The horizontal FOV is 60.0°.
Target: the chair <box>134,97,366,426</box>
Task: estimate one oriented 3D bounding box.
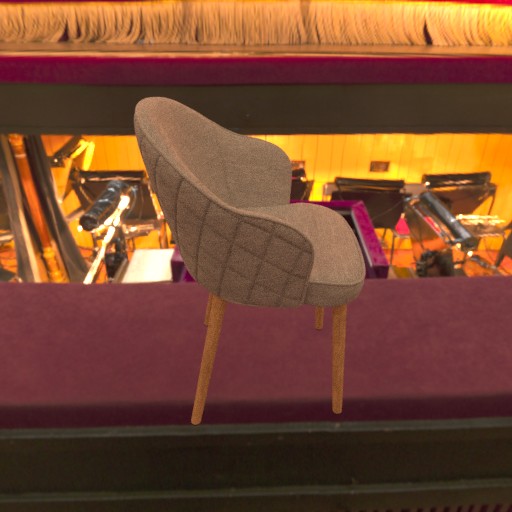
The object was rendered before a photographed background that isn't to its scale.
[{"bbox_3d":[0.000,0.000,1.188,0.530,0.800,0.540,-1,30,-1],"label":"chair"}]
